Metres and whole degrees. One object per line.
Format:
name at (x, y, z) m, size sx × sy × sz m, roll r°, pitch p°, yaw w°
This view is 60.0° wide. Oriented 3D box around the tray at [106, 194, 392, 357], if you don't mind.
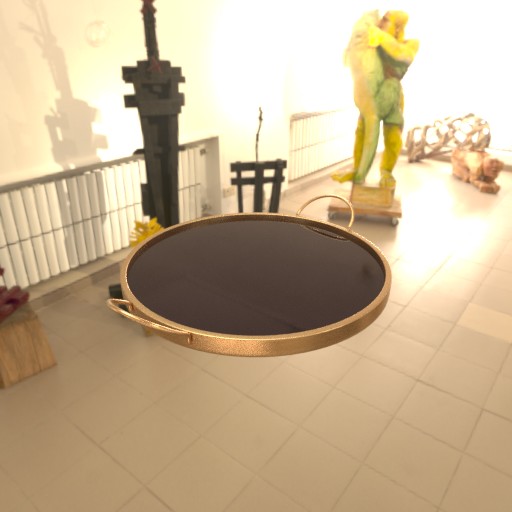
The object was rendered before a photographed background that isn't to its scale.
tray at (0.000, 0.000, 0.737) m, size 0.438 × 0.069 × 0.543 m, roll 19°, pitch 32°, yaw 33°
